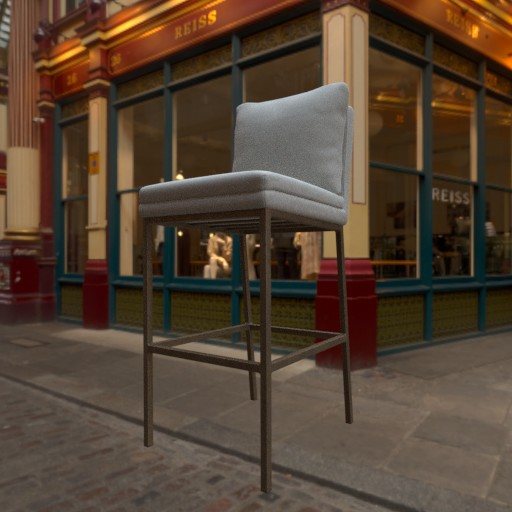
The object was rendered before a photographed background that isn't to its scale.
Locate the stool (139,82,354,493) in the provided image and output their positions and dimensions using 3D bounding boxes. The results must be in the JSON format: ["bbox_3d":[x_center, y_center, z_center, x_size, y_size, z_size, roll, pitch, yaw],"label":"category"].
[{"bbox_3d":[0.000,0.000,1.403,0.463,1.125,0.572,0,1,36],"label":"stool"}]
